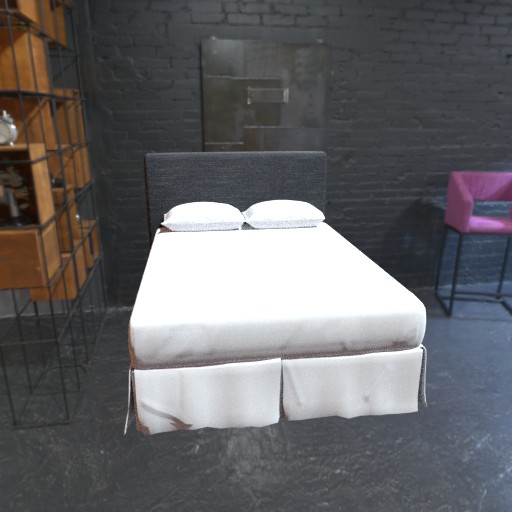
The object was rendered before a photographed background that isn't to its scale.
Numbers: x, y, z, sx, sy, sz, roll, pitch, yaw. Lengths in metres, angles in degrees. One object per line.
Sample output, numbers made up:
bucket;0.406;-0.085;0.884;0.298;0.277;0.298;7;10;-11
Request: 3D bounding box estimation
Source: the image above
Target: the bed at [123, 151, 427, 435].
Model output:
bed;0.000;0.000;3.236;1.723;1.330;2.142;-2;18;-7
